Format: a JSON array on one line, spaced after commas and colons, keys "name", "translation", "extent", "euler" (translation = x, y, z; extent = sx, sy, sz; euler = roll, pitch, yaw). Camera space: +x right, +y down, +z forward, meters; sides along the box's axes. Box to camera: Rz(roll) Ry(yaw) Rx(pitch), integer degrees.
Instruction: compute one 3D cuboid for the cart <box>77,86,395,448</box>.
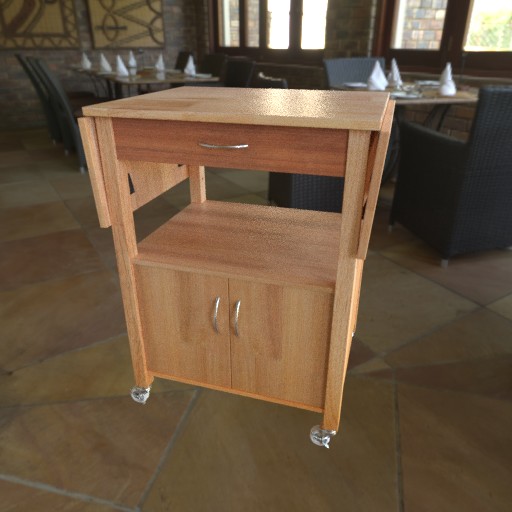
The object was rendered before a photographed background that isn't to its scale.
[{"name": "cart", "translation": [0.000, 0.000, 1.245], "extent": [0.640, 0.838, 0.508], "euler": [8, 27, 15]}]
